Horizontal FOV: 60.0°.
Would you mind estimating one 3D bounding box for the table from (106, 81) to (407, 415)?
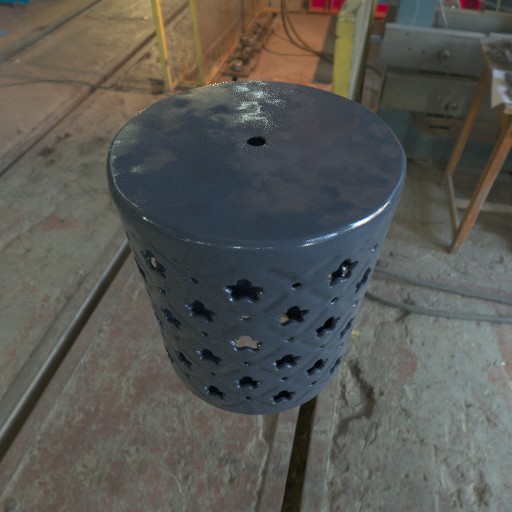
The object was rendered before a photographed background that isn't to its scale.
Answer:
[{"bbox_3d":[0.000,0.000,0.657,0.352,0.387,0.352,0,45,0],"label":"table"}]
